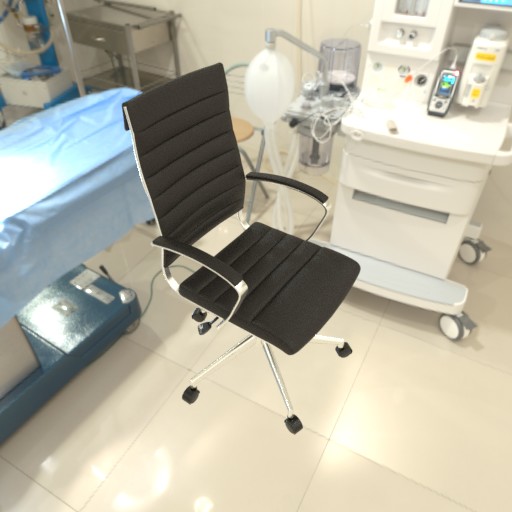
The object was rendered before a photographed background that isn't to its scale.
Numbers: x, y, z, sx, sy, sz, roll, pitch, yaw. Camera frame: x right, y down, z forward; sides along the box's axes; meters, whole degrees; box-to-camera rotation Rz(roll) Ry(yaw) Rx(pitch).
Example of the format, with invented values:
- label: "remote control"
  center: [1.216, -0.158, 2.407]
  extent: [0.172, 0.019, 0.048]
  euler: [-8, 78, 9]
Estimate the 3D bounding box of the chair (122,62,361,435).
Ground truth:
- label: "chair"
  center: [0.000, 0.000, 1.635]
  extent: [0.739, 1.149, 0.766]
  euler: [25, 47, 26]
